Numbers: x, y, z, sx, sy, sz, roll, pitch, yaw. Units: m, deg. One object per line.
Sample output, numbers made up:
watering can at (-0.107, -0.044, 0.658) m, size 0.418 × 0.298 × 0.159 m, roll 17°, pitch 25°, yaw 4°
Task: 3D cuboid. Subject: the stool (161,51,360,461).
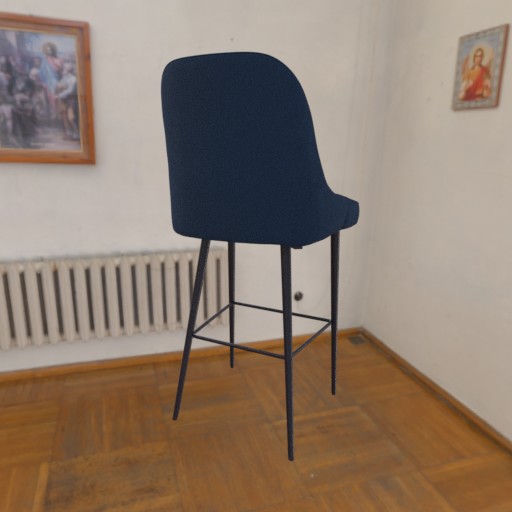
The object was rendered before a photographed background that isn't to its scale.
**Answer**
stool at (0.000, 0.000, 1.370) m, size 0.527 × 1.079 × 0.489 m, roll 8°, pitch 17°, yaw 26°
